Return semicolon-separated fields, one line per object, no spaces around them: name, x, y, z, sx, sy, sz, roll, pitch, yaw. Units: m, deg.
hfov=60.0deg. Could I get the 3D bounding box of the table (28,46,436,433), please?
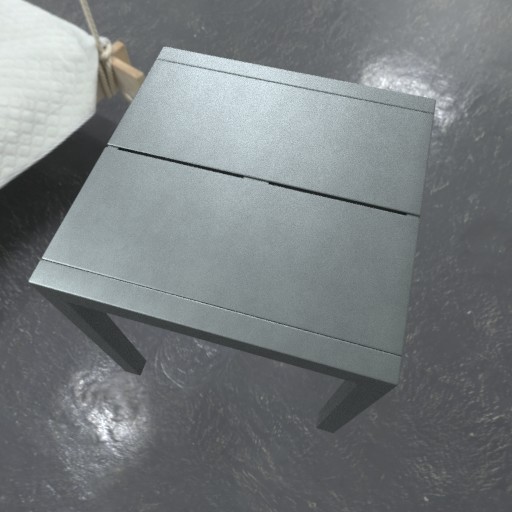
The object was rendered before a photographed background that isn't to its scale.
table;0.000;0.000;0.911;0.508;0.508;0.508;14;63;7
